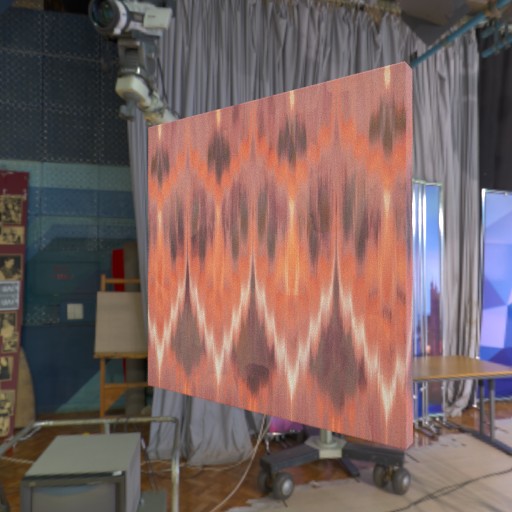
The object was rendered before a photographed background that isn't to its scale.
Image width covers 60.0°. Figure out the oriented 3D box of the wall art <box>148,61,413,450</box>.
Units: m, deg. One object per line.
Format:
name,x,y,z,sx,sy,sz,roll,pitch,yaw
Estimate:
wall art,0.000,0.000,0.883,0.603,0.609,0.037,0,0,36
